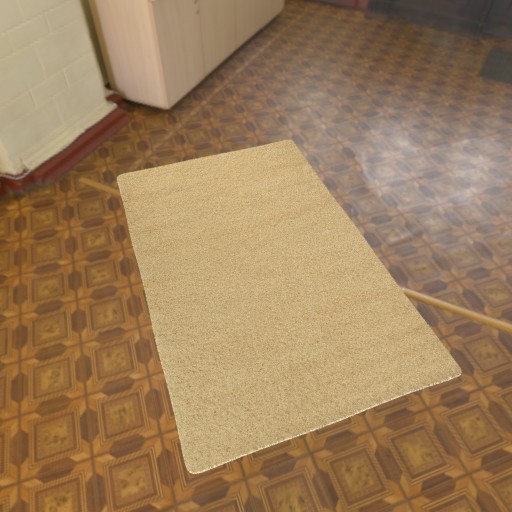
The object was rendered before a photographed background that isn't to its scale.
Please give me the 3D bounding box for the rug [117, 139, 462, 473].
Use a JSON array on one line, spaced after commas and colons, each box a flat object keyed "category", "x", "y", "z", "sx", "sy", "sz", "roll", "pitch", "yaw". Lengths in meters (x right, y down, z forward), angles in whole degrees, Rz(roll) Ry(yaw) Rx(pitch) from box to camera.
[{"category": "rug", "x": 0.000, "y": 0.000, "z": 2.928, "sx": 1.500, "sy": 0.026, "sz": 2.349, "roll": -15, "pitch": 49, "yaw": -13}]
